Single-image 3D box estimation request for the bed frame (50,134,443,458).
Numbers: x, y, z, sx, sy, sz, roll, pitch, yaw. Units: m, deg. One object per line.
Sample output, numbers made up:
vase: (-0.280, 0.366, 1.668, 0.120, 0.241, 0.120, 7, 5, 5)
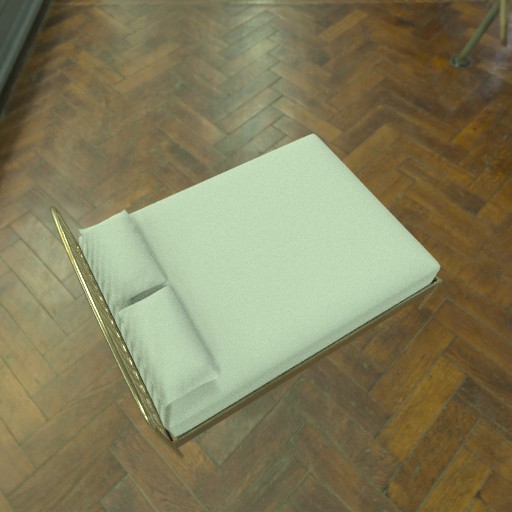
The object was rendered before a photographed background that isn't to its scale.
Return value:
bed frame: (0.000, 0.000, 3.125, 2.152, 1.175, 1.612, -27, 62, -16)
